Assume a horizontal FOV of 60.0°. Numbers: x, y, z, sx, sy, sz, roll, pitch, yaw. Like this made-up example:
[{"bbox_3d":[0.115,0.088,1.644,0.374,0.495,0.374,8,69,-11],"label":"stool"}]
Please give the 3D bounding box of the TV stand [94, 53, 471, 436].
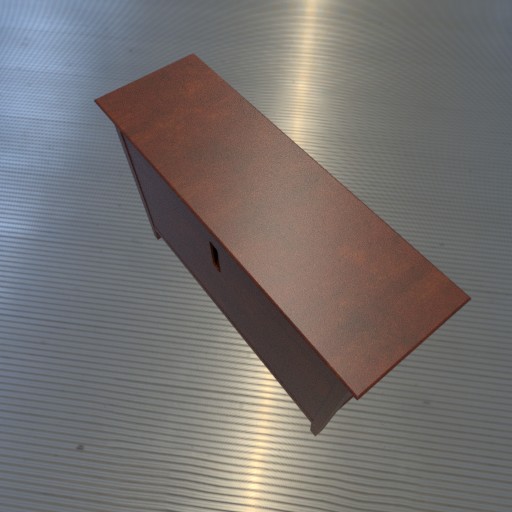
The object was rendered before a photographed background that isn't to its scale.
[{"bbox_3d":[0.000,0.000,1.822,0.445,0.915,1.372,-34,65,-18],"label":"TV stand"}]
